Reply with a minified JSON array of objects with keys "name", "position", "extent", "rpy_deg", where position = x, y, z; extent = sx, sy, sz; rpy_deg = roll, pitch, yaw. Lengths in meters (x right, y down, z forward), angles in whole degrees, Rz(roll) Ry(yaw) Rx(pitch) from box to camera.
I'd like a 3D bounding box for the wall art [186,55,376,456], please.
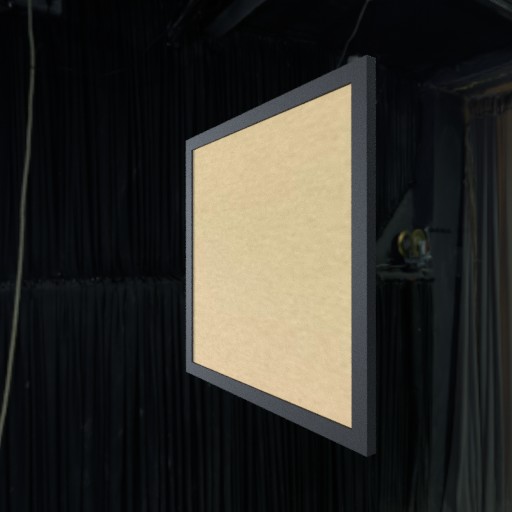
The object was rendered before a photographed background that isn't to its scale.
[{"name":"wall art","position":[0.000,0.000,0.543],"extent":[0.012,0.357,0.358],"rpy_deg":[0,0,-35]}]
